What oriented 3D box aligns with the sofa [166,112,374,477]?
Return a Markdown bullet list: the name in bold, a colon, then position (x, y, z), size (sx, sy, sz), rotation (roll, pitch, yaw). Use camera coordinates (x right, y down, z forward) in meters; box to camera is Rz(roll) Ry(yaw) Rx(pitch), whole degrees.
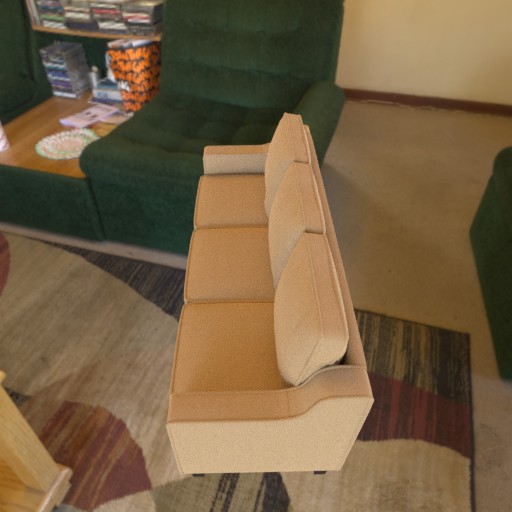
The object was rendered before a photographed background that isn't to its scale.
- **sofa**: position (0.000, 0.000, 2.514), size (0.791, 0.902, 2.131), rotation (-1, 42, -1)
